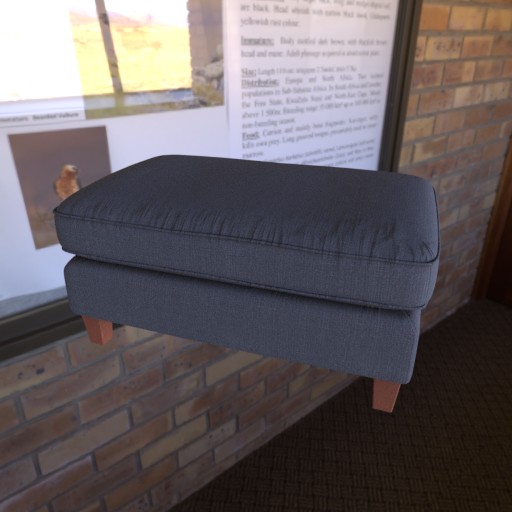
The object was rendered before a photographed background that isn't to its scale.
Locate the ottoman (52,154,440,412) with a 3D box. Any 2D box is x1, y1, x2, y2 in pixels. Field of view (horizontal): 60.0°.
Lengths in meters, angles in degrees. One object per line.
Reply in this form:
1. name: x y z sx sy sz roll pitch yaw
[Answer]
1. ottoman: 0.000 0.000 1.215 0.885 0.438 0.570 8 27 17
